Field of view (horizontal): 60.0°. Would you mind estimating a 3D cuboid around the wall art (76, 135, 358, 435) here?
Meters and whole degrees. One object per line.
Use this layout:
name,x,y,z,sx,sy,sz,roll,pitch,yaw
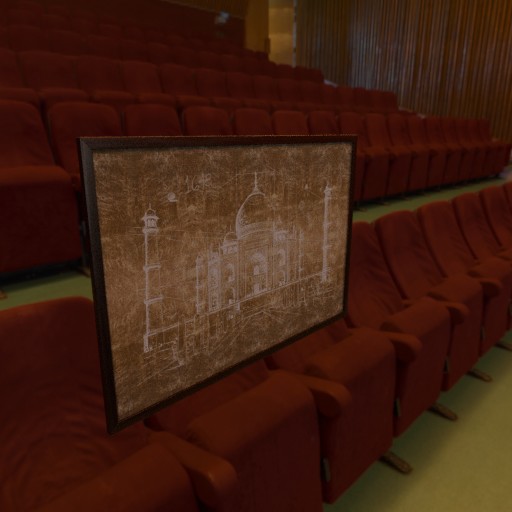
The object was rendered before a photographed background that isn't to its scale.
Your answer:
wall art,0.000,0.000,1.068,0.014,0.559,0.816,15,21,43
